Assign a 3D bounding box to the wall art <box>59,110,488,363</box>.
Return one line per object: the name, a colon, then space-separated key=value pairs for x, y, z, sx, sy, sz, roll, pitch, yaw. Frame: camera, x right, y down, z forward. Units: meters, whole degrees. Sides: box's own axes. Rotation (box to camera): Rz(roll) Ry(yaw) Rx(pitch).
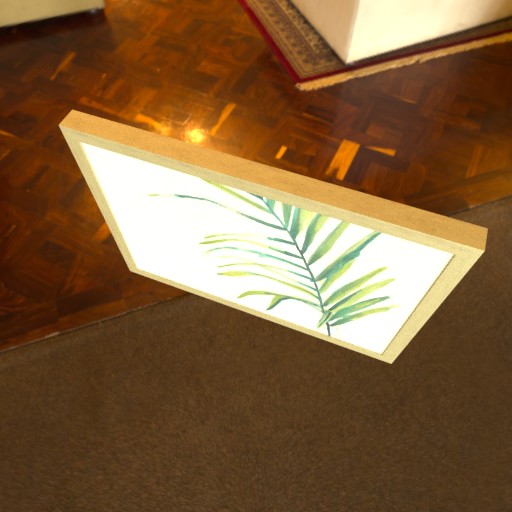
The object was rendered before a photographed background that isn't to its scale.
wall art: x=0.000 y=0.000 z=0.690 sx=0.532 sy=0.380 sz=0.032 roll=18 pitch=60 yaw=11
